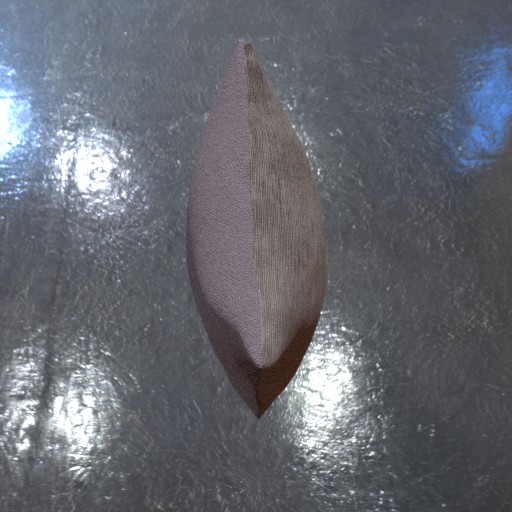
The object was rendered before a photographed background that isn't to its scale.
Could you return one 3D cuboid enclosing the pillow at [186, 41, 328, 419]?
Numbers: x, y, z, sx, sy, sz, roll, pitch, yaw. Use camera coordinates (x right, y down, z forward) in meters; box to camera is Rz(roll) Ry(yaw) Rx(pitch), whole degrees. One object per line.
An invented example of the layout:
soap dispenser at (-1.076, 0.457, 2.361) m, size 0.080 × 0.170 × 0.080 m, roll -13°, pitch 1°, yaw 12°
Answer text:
pillow at (0.000, 0.000, 0.692) m, size 0.204 × 0.439 × 0.452 m, roll -2°, pitch 63°, yaw -1°
